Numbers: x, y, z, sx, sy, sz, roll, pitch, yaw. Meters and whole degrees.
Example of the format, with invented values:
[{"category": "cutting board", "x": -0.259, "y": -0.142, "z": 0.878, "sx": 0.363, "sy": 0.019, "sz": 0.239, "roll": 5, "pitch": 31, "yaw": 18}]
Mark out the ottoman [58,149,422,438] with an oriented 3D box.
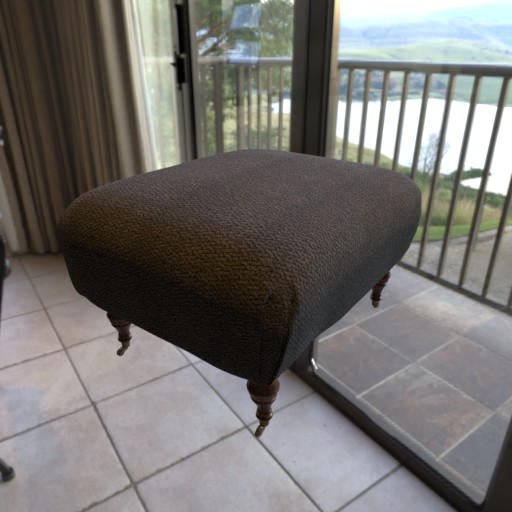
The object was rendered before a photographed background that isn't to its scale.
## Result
[{"category": "ottoman", "x": 0.000, "y": 0.000, "z": 1.135, "sx": 0.622, "sy": 0.450, "sz": 0.747, "roll": 18, "pitch": 31, "yaw": 32}]
